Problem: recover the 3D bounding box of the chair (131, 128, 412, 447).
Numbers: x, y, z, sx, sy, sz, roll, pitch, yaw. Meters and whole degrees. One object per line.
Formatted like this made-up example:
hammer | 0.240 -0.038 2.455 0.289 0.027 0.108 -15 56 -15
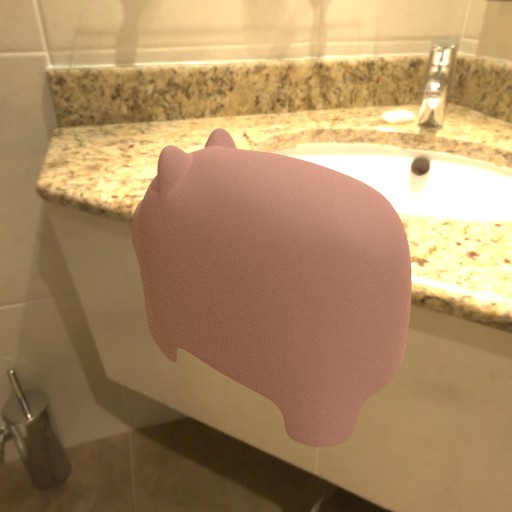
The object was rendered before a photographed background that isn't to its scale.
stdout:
chair | 0.000 0.000 0.872 0.619 0.423 0.364 21 37 30
